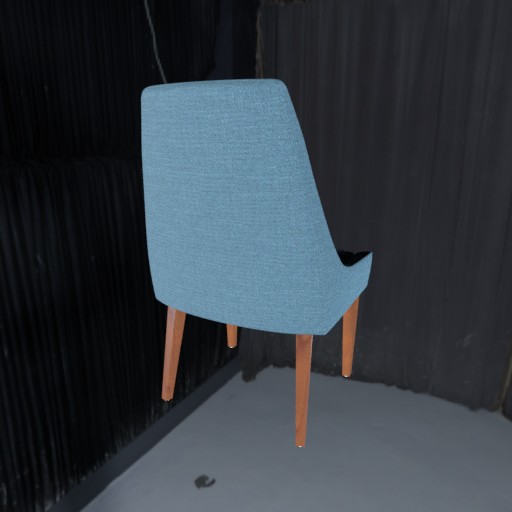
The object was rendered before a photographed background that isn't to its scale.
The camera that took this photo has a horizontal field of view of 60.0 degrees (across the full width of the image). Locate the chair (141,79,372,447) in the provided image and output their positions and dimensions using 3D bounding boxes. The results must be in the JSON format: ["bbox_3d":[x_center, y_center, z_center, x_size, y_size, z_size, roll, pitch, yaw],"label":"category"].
[{"bbox_3d":[0.000,0.000,1.233,0.529,0.861,0.544,8,17,27],"label":"chair"}]
